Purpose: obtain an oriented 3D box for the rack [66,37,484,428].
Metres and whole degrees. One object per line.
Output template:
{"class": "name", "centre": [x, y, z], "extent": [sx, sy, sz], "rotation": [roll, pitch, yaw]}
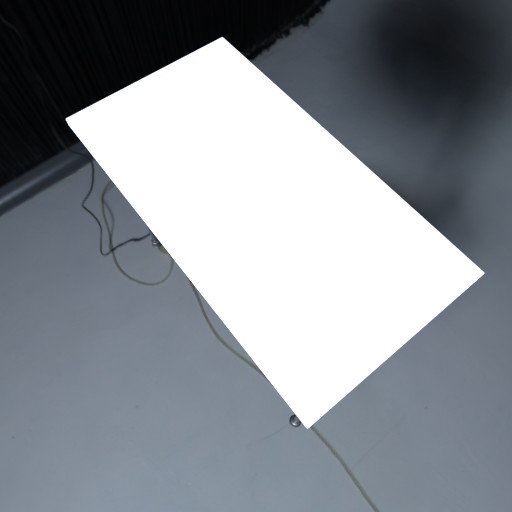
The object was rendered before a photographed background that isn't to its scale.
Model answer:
{"class": "rack", "centre": [0.000, 0.000, 1.671], "extent": [0.613, 0.880, 1.159], "rotation": [-35, 69, -16]}
